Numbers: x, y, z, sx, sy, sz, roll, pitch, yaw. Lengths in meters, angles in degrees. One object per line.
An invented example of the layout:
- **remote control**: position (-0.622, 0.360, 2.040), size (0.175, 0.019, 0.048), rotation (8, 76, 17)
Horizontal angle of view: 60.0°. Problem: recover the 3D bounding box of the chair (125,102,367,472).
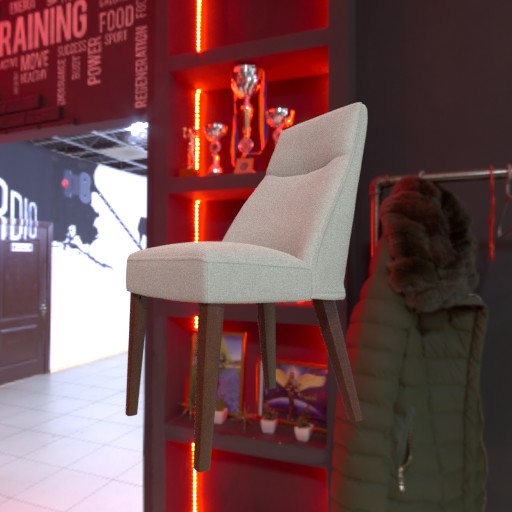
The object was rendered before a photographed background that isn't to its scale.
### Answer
- **chair**: position (0.000, 0.000, 1.302), size (0.620, 0.930, 0.500), rotation (1, -1, -36)
